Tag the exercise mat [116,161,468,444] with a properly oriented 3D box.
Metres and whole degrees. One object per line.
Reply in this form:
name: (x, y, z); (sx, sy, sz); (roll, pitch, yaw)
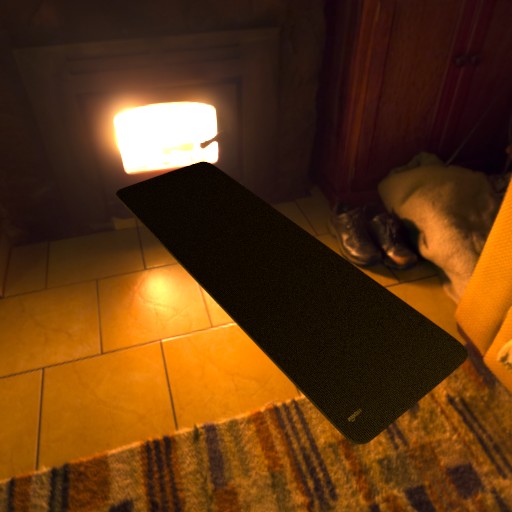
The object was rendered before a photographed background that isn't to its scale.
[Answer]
exercise mat: (0.000, 0.000, 2.072); (0.616, 0.021, 1.869); (-26, 47, -27)
